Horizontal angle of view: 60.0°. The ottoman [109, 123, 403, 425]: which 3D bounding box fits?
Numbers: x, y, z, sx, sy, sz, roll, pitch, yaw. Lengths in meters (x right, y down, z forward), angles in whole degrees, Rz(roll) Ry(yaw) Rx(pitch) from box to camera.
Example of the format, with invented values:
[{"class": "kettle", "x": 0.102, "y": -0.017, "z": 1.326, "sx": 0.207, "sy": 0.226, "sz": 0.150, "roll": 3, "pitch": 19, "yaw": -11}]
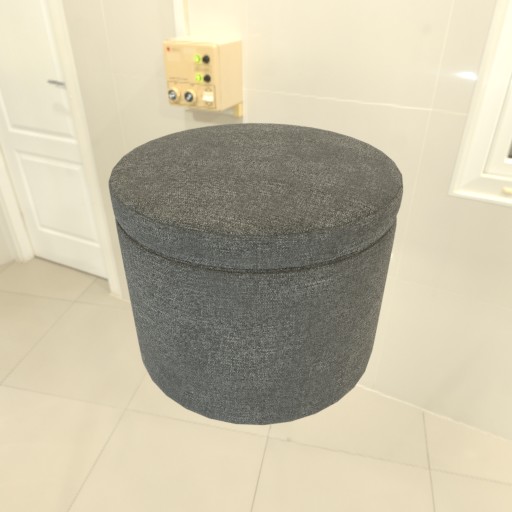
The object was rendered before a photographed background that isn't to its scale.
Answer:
[{"class": "ottoman", "x": 0.000, "y": 0.000, "z": 0.874, "sx": 0.500, "sy": 0.419, "sz": 0.500, "roll": 0, "pitch": 32, "yaw": 0}]
